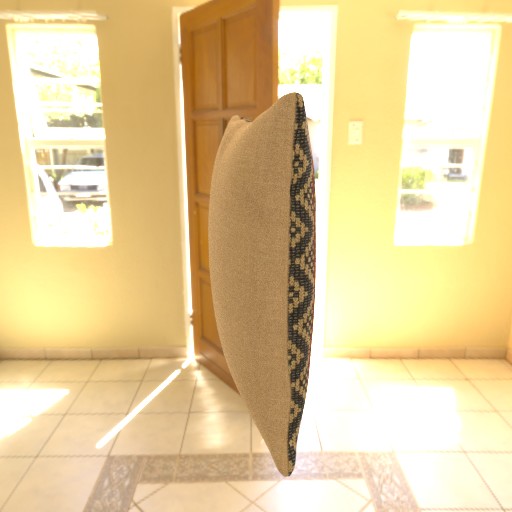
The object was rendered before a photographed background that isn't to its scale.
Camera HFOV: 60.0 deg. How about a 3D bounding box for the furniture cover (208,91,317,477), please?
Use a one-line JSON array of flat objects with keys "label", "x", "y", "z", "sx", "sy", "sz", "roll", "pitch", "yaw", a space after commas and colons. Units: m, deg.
[{"label": "furniture cover", "x": 0.000, "y": 0.000, "z": 0.673, "sx": 0.139, "sy": 0.431, "sz": 0.431, "roll": -3, "pitch": 15, "yaw": -10}]
